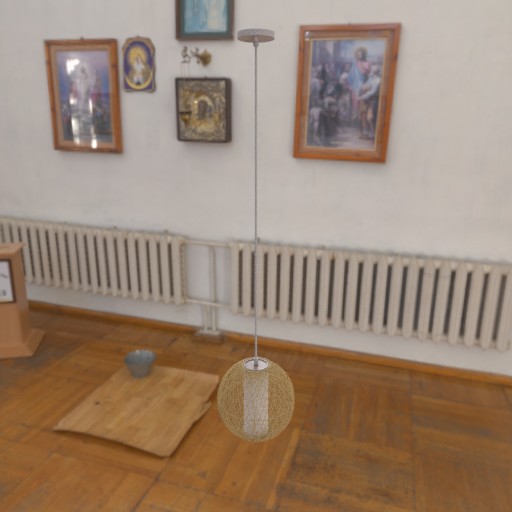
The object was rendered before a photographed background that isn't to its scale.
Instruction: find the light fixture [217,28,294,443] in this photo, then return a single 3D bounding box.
[{"bbox_3d":[0.000,0.000,2.129,0.406,1.955,0.407,-8,17,-26],"label":"light fixture"}]
